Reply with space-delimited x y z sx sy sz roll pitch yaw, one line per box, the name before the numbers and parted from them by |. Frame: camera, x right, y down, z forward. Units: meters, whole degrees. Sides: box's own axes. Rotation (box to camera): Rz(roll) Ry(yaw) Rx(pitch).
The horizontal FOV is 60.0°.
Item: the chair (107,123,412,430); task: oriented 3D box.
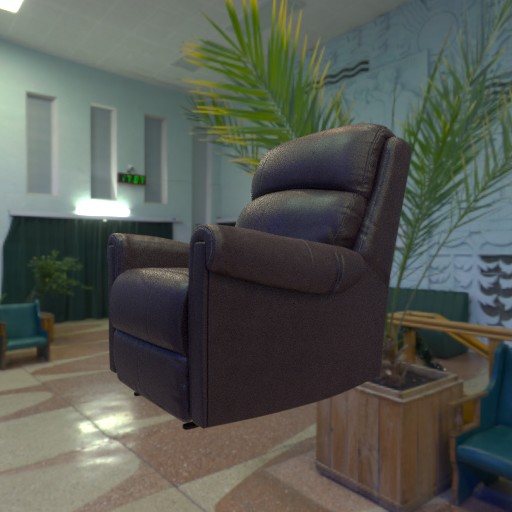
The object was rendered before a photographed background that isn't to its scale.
chair | 0.000 0.000 1.755 1.014 1.054 0.838 0 1 -37
